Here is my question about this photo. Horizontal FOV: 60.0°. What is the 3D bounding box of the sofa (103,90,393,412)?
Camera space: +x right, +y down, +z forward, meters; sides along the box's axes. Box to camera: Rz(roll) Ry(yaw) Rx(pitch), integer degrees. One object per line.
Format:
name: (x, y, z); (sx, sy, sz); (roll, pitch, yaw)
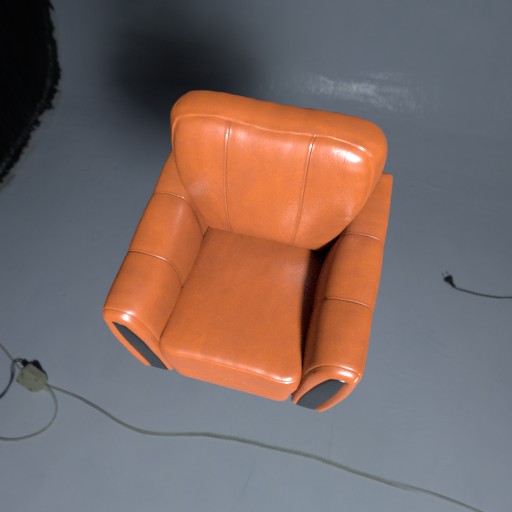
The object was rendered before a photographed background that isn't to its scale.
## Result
sofa: (0.000, 0.000, 1.541); (0.836, 0.876, 0.789); (13, 59, 8)
